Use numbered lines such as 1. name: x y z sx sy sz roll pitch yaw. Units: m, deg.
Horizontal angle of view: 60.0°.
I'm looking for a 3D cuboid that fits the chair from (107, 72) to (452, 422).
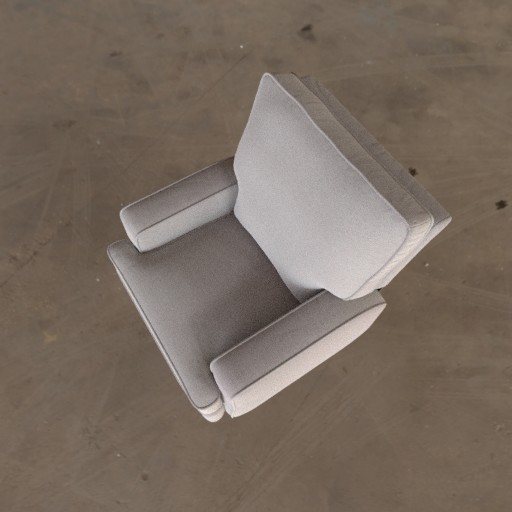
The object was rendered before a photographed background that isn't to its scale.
1. chair: 0.000 0.000 1.698 0.969 0.964 0.861 -30 67 -14
